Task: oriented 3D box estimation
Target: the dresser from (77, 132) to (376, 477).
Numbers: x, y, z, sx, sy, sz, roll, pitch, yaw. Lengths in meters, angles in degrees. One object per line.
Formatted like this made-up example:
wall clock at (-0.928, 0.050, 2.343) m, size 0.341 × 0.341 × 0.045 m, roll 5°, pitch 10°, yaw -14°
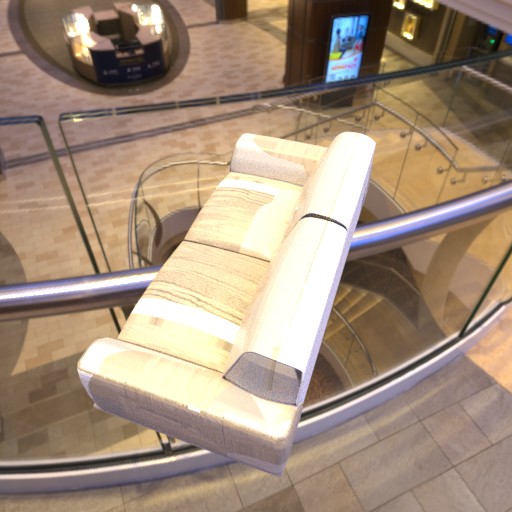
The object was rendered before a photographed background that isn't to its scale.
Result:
dresser at (0.000, 0.000, 5.777) m, size 2.251 × 1.863 × 4.679 m, roll 14°, pitch 48°, yaw 14°
